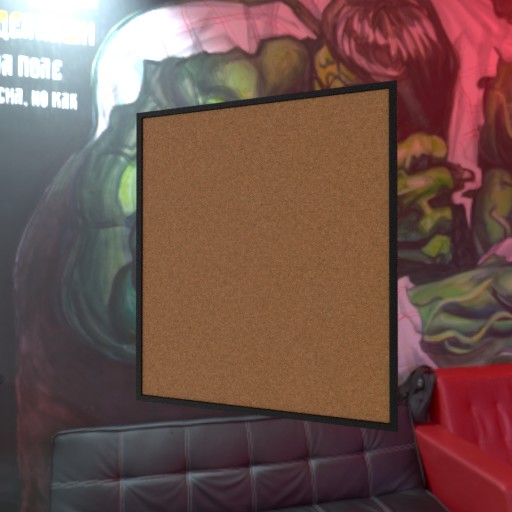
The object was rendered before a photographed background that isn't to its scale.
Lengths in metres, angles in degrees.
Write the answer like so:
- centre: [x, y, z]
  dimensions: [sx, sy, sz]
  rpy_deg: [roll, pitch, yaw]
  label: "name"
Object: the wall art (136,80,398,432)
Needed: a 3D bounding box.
- centre: [0.000, 0.000, 0.543]
  dimensions: [0.330, 0.381, 0.019]
  rpy_deg: [0, 0, 19]
  label: "wall art"
